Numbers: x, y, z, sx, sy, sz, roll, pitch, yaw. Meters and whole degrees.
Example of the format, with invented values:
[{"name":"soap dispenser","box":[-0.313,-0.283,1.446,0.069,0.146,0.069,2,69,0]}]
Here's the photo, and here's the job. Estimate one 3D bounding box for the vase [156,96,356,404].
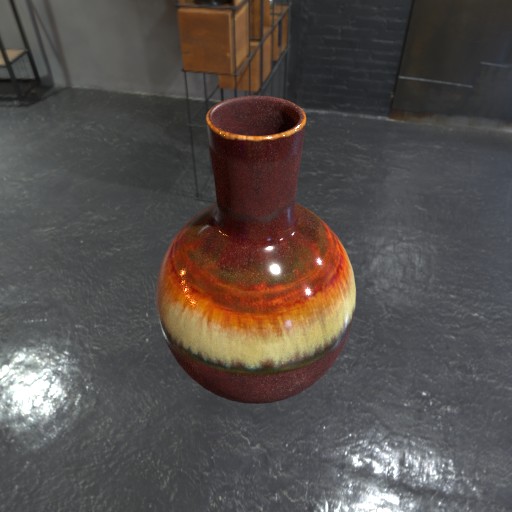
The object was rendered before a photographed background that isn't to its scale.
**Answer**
[{"name":"vase","box":[0.000,0.000,0.232,0.111,0.154,0.111,0,42,0]}]
